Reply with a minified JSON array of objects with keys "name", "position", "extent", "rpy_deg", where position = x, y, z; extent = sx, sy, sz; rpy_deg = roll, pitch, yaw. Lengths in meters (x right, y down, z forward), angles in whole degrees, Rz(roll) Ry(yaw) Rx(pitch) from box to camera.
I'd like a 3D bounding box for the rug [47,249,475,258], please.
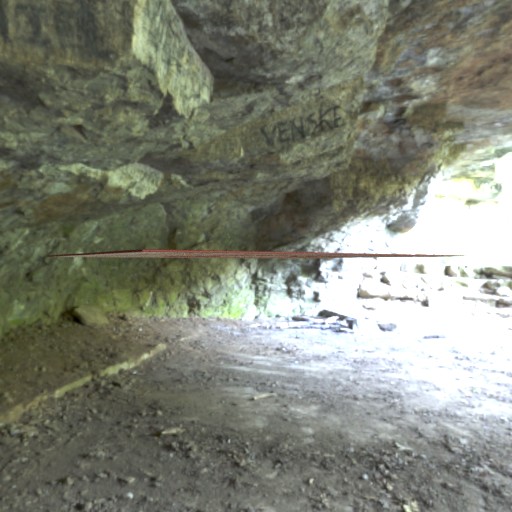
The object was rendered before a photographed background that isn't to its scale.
[{"name":"rug","position":[0.000,0.000,4.005],"extent":[3.053,0.013,2.387],"rpy_deg":[1,-1,-35]}]
